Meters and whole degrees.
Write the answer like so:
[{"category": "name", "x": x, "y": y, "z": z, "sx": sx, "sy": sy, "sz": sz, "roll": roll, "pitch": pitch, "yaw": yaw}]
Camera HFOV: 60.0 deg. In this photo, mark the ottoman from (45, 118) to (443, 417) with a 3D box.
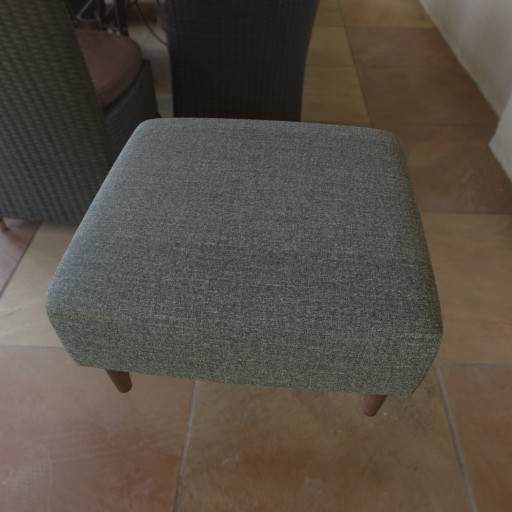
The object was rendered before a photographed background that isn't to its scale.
[{"category": "ottoman", "x": 0.000, "y": 0.000, "z": 1.028, "sx": 0.655, "sy": 0.399, "sz": 0.648, "roll": 4, "pitch": 46, "yaw": 4}]
